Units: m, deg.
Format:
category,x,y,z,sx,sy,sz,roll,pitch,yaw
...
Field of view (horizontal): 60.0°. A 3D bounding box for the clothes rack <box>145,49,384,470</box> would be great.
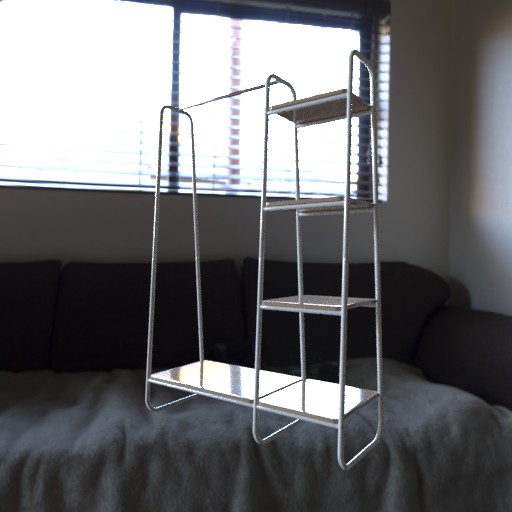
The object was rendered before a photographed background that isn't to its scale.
category,x,y,z,sx,sy,sz,roll,pitch,yaw
clothes rack,0.000,0.000,1.952,1.011,1.500,0.400,0,0,36
